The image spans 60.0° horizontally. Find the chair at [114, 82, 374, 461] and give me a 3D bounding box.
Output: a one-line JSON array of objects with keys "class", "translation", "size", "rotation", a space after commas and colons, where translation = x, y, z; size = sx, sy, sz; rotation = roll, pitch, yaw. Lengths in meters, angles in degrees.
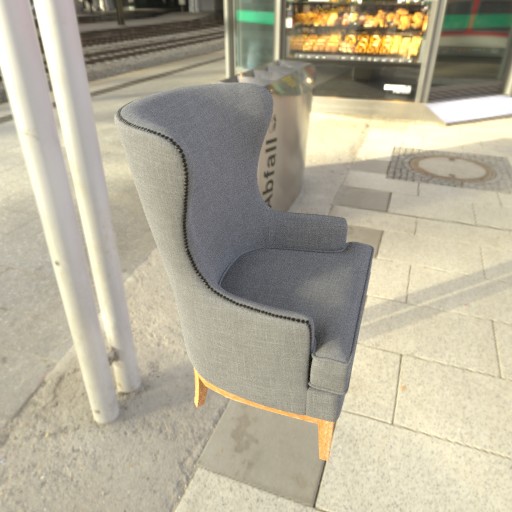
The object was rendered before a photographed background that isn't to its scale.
[{"class": "chair", "translation": [0.000, 0.000, 1.770], "size": [0.883, 1.176, 0.864], "rotation": [9, 32, 16]}]
